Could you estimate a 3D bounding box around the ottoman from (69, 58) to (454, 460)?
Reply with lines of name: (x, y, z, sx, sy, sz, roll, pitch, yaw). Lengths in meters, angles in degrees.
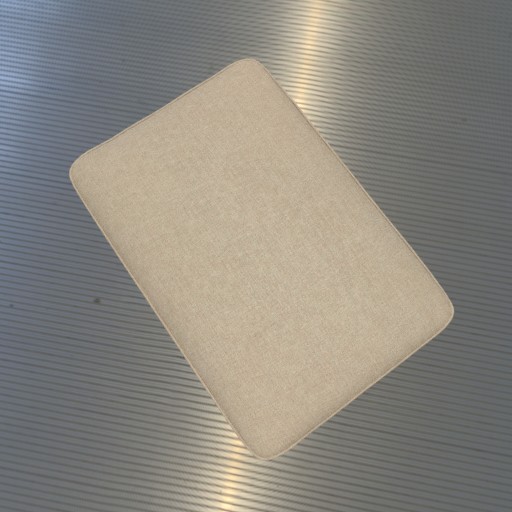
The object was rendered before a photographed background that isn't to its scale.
ottoman: (0.000, 0.000, 1.159, 0.559, 0.458, 0.813, -35, 79, -8)
